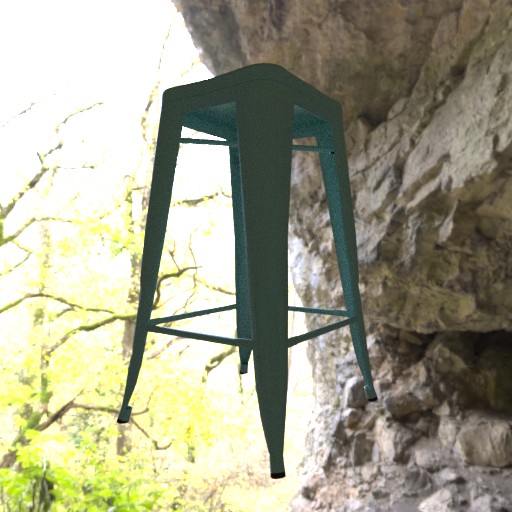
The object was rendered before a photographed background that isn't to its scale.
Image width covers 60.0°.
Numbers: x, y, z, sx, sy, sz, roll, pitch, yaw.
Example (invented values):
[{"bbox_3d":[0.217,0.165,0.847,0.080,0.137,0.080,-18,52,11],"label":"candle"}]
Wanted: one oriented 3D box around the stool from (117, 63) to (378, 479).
[{"bbox_3d":[0.000,0.000,0.864,0.359,0.609,0.399,1,2,34],"label":"stool"}]
